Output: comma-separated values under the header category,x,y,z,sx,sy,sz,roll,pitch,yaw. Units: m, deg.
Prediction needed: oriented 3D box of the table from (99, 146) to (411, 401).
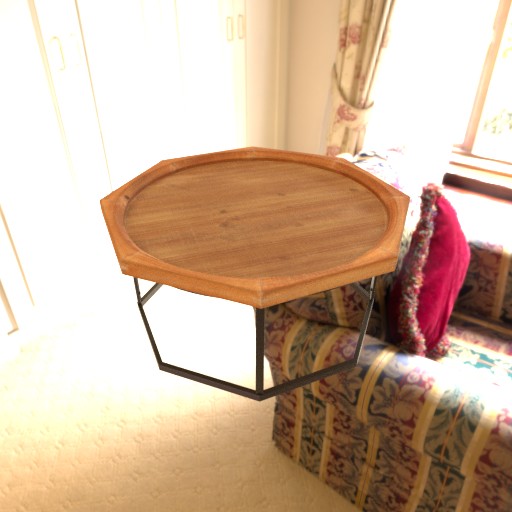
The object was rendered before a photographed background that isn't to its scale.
category,x,y,z,sx,sy,sz,roll,pitch,yaw
table,0.000,0.000,1.543,1.002,0.444,1.002,0,33,0
